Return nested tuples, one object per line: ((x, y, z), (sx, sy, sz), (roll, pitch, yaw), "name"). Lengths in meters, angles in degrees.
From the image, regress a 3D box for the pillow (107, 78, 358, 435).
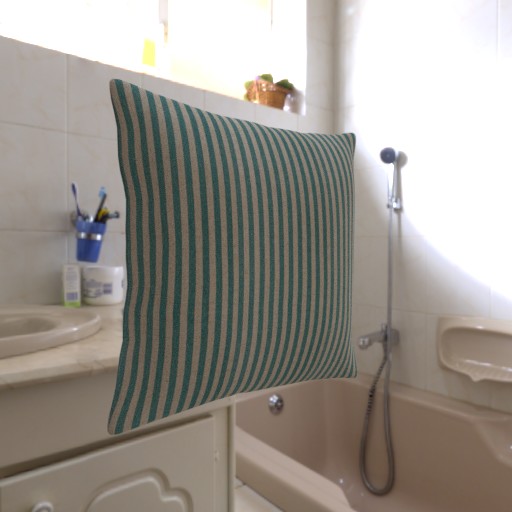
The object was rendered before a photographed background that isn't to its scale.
((0.000, 0.000, 0.777), (0.523, 0.510, 0.166), (-1, 1, -36), "pillow")
